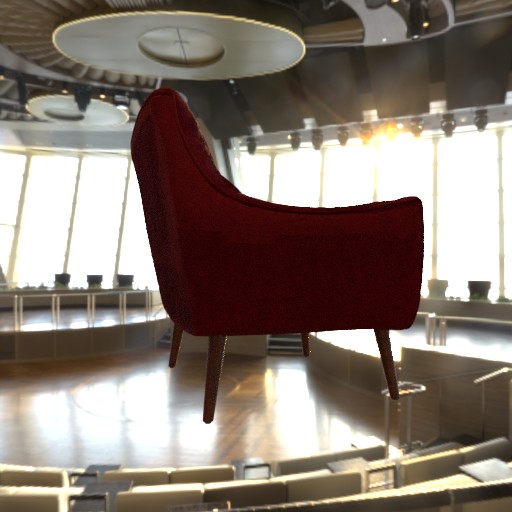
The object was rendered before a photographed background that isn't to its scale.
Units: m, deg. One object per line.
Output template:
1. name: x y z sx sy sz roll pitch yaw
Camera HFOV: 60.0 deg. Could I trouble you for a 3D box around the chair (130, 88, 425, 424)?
1. chair: 0.000 0.000 1.469 0.787 0.838 0.762 0 0 -19
